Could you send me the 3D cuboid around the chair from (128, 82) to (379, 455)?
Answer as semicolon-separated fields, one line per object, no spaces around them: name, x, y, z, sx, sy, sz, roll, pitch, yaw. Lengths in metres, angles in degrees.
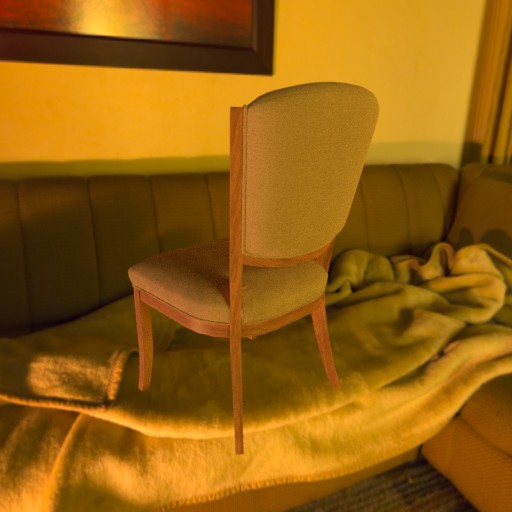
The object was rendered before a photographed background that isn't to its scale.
chair;0.000;0.000;1.272;0.513;0.905;0.584;-16;24;-42
